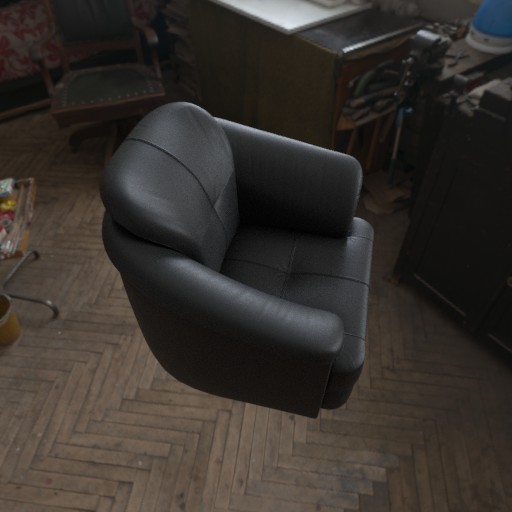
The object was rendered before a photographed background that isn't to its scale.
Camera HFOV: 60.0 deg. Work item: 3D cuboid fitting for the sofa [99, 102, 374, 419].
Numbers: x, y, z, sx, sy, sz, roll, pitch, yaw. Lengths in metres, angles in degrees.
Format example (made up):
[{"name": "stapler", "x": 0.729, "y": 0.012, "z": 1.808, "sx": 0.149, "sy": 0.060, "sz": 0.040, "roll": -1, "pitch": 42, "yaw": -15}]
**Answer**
[{"name": "sofa", "x": 0.000, "y": 0.000, "z": 1.500, "sx": 0.794, "sy": 0.811, "sz": 0.870, "roll": 10, "pitch": 48, "yaw": 9}]
